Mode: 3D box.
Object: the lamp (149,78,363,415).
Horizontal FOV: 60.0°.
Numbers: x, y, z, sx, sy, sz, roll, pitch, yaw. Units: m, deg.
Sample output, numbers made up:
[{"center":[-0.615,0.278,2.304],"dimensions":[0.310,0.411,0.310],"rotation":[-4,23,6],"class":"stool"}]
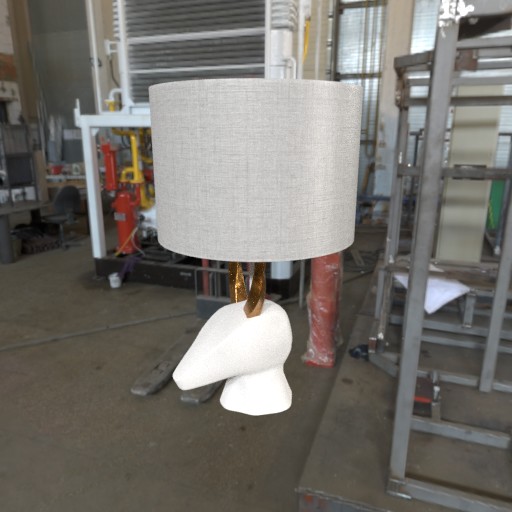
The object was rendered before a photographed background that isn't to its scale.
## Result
[{"center":[0.000,0.000,0.699],"dimensions":[0.298,0.503,0.298],"rotation":[-7,17,-24],"class":"lamp"}]
